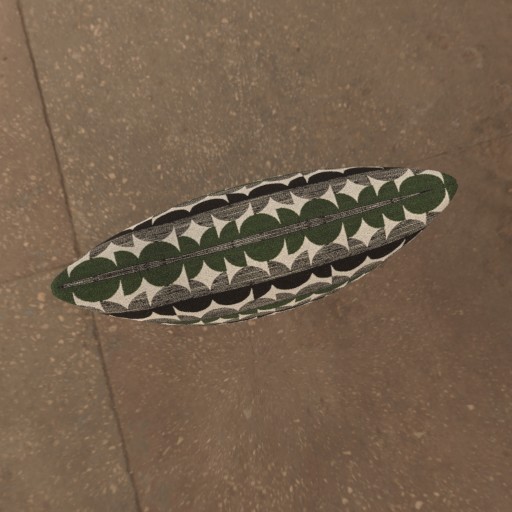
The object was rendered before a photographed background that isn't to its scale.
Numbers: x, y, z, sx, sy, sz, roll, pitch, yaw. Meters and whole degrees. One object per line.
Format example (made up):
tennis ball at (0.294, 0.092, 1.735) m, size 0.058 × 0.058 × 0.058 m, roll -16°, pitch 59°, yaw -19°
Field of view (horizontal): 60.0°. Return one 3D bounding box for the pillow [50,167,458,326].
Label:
pillow at (0.000, 0.000, 0.628) m, size 0.419 × 0.404 × 0.180 m, roll -15°, pitch 77°, yaw -4°
